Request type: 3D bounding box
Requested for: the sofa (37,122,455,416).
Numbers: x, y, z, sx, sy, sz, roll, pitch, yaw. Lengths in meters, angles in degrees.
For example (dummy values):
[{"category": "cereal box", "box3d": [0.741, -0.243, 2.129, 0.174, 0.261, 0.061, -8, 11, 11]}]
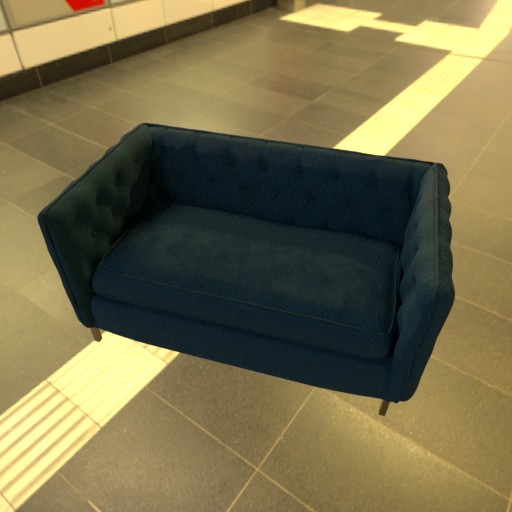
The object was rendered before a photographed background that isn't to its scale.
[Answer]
[{"category": "sofa", "box3d": [0.000, 0.000, 2.100, 1.583, 0.810, 0.909, 11, 43, 12]}]
